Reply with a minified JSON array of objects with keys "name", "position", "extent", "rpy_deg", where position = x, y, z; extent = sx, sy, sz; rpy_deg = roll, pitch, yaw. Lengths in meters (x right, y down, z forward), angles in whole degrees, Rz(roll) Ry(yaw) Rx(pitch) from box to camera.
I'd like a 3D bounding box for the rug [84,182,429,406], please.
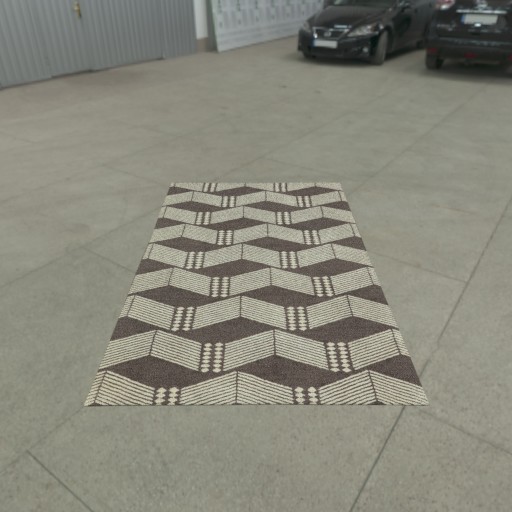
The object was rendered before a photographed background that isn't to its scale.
[{"name":"rug","position":[0.000,0.000,2.966],"extent":[1.517,0.011,2.435],"rpy_deg":[0,33,0]}]
